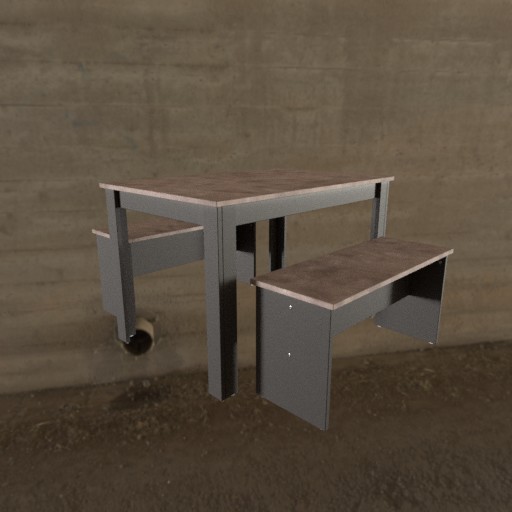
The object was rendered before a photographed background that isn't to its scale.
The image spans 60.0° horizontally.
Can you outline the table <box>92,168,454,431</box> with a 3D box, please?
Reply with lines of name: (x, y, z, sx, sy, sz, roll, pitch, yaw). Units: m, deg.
table: (0.000, 0.000, 2.044, 1.443, 0.700, 1.100, 15, 21, 42)
